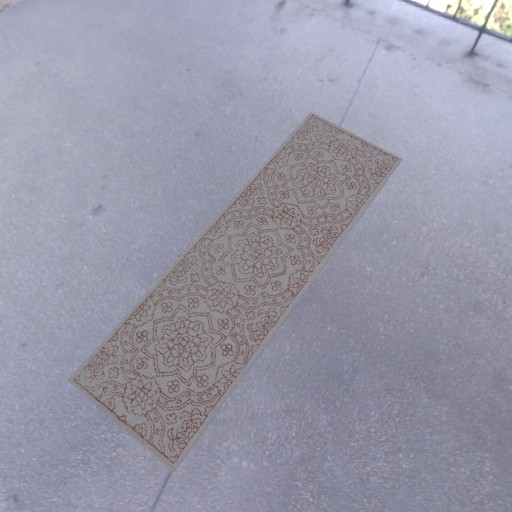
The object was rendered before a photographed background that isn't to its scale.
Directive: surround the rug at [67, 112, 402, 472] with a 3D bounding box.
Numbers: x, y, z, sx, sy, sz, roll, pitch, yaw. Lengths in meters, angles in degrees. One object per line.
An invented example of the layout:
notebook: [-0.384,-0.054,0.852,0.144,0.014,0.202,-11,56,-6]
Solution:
rug: [0.000,0.000,2.753,0.769,0.012,2.448,33,67,16]
